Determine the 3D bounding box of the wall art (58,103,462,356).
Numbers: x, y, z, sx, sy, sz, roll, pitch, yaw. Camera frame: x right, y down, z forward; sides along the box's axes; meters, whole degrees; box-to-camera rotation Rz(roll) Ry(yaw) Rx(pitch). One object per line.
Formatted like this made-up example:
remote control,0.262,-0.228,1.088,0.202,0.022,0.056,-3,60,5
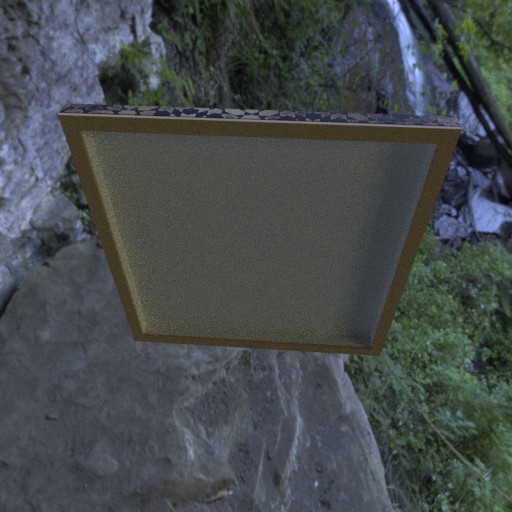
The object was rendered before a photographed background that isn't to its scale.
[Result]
wall art,0.000,0.000,0.896,0.612,0.612,0.038,3,45,3
